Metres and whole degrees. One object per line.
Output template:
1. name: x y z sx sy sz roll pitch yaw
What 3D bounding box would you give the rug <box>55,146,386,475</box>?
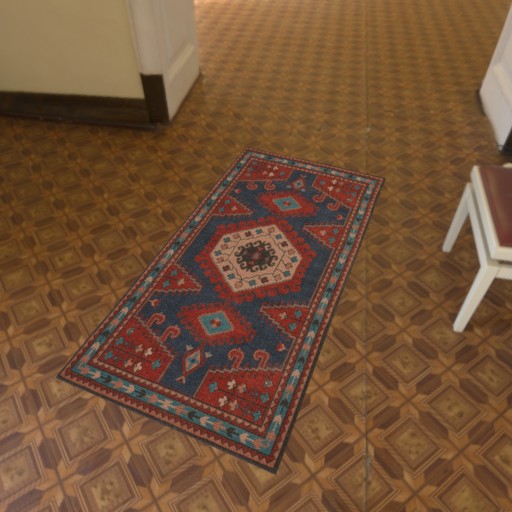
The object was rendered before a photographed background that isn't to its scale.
1. rug: 0.000 0.000 3.624 1.522 0.034 3.032 17 47 16
